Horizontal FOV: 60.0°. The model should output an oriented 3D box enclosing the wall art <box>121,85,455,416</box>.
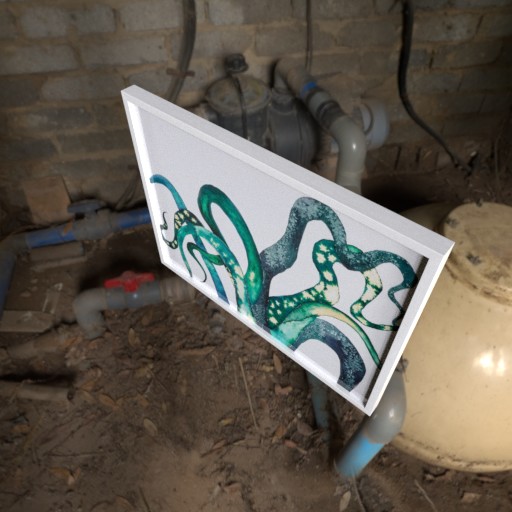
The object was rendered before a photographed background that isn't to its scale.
[{"bbox_3d":[0.000,0.000,1.421,1.041,0.787,0.053,33,55,26],"label":"wall art"}]
